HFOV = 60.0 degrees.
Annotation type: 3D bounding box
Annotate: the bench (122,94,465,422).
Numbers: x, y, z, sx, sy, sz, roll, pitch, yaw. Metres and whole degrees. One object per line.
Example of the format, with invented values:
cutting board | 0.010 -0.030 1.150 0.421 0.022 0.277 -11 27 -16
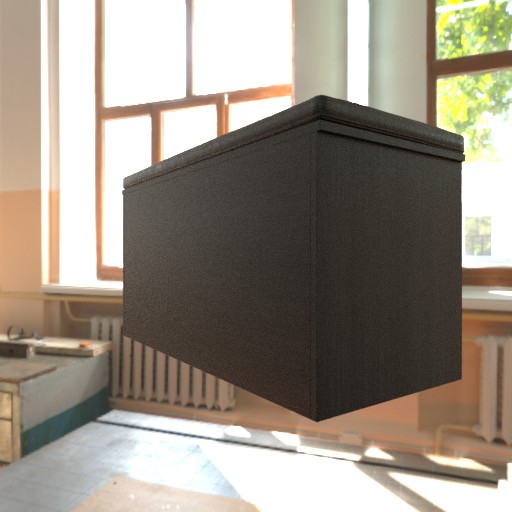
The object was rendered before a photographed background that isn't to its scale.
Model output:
bench | 0.000 0.000 1.148 0.401 0.501 0.905 0 0 -35
